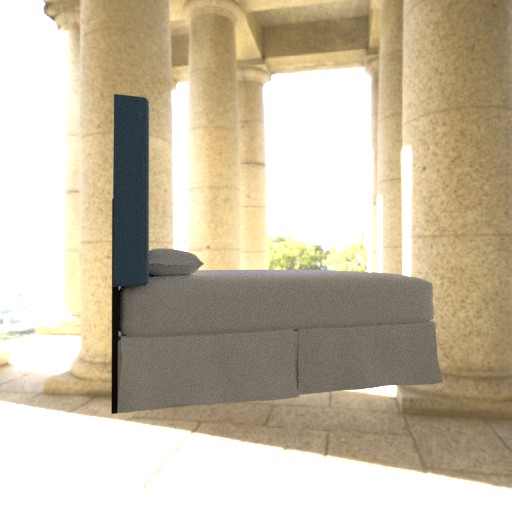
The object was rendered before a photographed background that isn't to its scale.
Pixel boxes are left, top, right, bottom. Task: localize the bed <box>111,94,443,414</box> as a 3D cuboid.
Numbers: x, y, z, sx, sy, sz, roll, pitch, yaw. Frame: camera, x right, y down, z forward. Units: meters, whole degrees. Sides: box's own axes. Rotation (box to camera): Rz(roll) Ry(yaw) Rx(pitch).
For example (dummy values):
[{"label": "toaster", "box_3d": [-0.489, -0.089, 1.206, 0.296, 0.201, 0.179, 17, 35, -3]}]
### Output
[{"label": "bed", "box_3d": [0.000, 0.000, 3.368, 2.078, 1.665, 1.719, 0, -1, -18]}]
